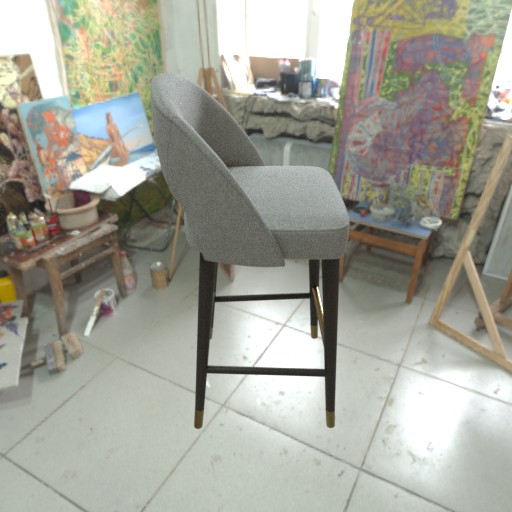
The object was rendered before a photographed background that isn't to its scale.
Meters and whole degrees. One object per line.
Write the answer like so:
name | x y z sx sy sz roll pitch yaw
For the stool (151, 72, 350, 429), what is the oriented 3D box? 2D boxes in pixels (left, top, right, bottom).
stool | 0.000 0.000 1.359 0.509 1.037 0.494 0 31 -1
